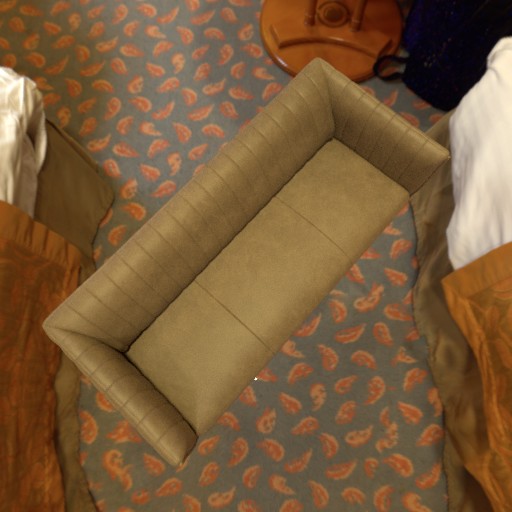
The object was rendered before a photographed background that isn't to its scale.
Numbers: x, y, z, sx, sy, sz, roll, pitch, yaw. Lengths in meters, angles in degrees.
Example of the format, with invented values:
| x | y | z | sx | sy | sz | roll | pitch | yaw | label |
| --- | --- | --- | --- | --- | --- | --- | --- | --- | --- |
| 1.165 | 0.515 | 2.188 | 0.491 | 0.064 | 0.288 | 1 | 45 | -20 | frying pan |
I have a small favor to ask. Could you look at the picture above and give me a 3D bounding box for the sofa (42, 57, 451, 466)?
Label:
| x | y | z | sx | sy | sz | roll | pitch | yaw | label |
| --- | --- | --- | --- | --- | --- | --- | --- | --- | --- |
| 0.000 | 0.000 | 2.412 | 0.876 | 0.779 | 1.980 | 41 | 78 | 10 | sofa |
